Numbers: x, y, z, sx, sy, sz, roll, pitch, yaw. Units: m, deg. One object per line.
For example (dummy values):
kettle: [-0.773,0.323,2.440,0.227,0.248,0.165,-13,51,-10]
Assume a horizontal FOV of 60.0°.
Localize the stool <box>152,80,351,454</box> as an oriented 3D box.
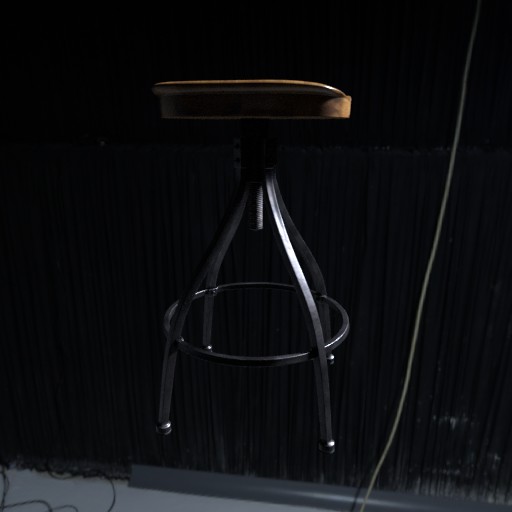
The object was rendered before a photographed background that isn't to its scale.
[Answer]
stool: [0.000,0.000,0.983,0.424,0.694,0.432,3,17,9]
